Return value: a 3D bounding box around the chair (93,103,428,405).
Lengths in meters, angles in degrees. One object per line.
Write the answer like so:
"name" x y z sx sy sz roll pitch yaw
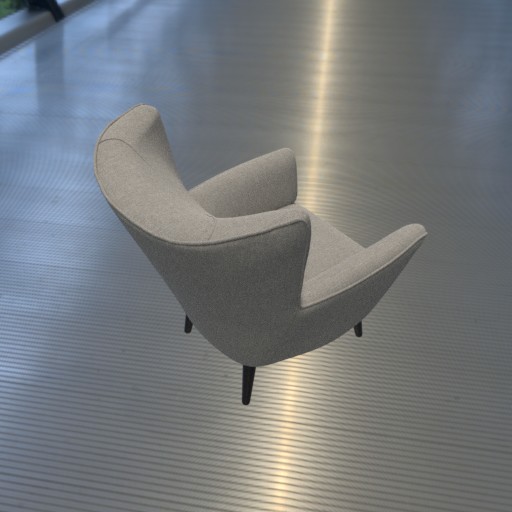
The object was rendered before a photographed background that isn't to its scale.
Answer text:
"chair" 0.000 0.000 1.558 0.888 0.933 0.781 -26 47 -27
